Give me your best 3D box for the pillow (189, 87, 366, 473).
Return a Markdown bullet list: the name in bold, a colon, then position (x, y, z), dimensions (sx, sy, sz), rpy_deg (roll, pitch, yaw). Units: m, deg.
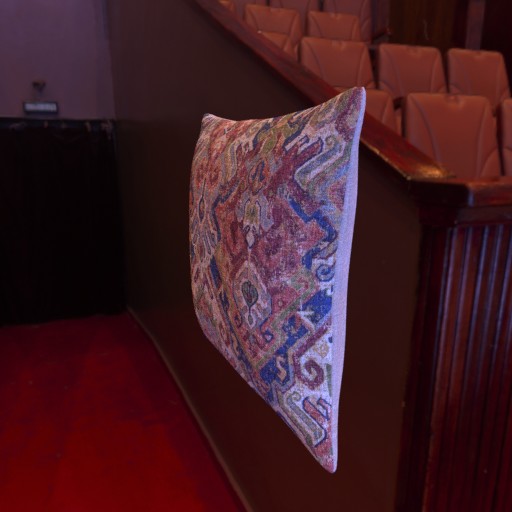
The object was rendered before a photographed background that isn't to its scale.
- **pillow**: position (0.000, 0.000, 0.778), dimensions (0.166, 0.506, 0.523), rpy_deg (-7, 16, -25)
